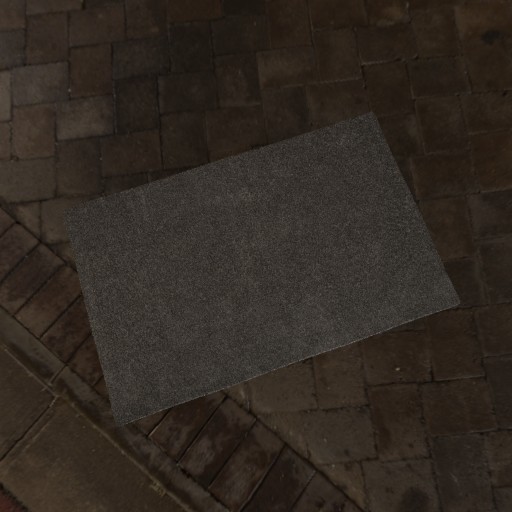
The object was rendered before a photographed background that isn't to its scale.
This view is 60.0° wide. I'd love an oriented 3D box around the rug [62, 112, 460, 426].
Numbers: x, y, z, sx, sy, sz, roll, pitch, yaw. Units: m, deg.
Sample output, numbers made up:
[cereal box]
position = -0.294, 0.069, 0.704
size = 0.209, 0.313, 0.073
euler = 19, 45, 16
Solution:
[rug]
position = 0.000, 0.000, 3.011
size = 2.350, 0.025, 1.502
euler = -19, 77, -4
